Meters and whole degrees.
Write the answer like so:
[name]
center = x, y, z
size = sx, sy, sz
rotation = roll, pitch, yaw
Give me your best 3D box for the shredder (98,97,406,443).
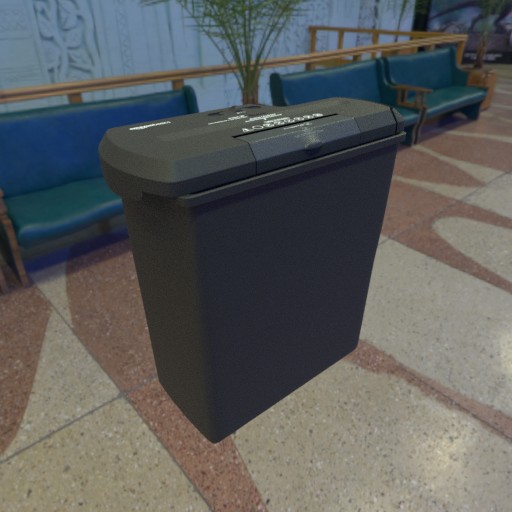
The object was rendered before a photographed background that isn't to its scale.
[shredder]
center = 0.000, 0.000, 0.525
size = 0.320, 0.335, 0.170
rotation = -23, 38, -33
